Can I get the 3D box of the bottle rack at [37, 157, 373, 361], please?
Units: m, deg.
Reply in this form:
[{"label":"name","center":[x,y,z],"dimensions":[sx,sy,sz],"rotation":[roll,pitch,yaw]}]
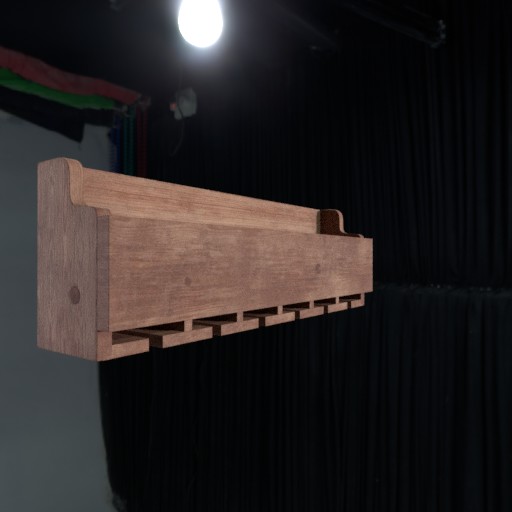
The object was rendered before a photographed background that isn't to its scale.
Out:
[{"label":"bottle rack","center":[0.000,0.000,0.677],"dimensions":[0.126,0.196,0.608],"rotation":[0,0,37]}]
